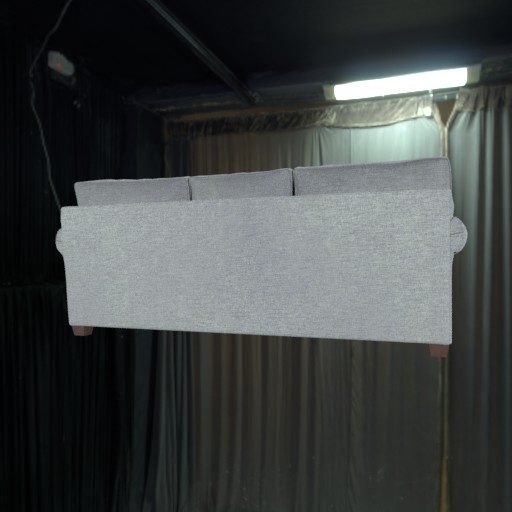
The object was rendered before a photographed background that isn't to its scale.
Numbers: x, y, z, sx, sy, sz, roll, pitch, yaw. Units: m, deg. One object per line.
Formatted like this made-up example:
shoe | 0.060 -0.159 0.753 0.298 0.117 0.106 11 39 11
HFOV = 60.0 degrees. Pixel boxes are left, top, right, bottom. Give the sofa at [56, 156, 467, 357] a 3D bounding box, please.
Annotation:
sofa | 0.000 0.000 2.751 2.312 0.975 0.965 0 -1 18
